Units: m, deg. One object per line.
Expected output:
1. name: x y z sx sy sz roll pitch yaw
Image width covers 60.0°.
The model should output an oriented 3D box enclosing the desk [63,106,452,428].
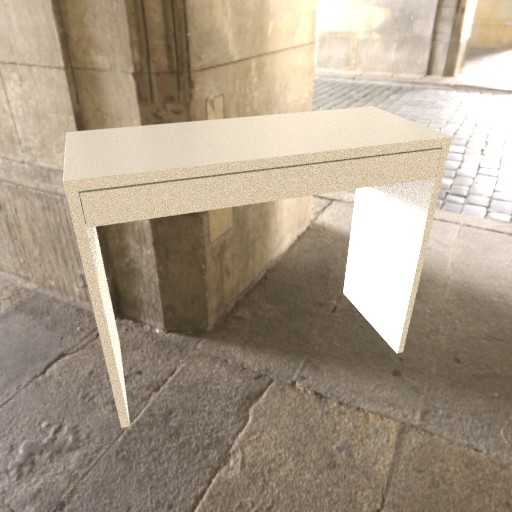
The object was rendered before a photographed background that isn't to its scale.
1. desk: 0.000 0.000 1.439 1.000 0.790 0.400 -10 32 -16
